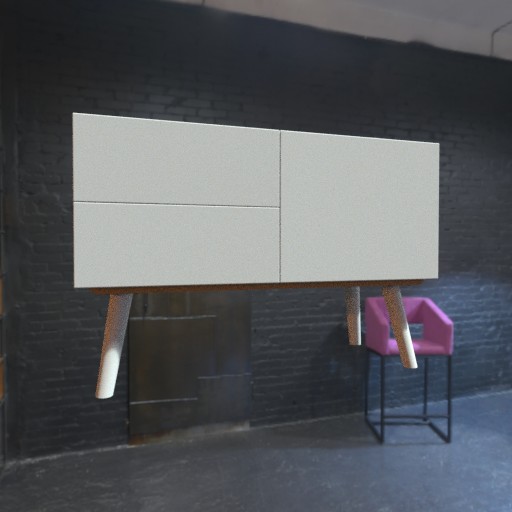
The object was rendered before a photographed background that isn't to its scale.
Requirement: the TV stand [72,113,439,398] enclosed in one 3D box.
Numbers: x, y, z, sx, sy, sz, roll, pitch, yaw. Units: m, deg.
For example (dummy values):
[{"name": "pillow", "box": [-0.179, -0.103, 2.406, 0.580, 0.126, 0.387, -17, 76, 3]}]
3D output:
[{"name": "TV stand", "box": [0.000, 0.000, 1.342, 0.991, 0.660, 0.407, 0, 1, -17]}]
